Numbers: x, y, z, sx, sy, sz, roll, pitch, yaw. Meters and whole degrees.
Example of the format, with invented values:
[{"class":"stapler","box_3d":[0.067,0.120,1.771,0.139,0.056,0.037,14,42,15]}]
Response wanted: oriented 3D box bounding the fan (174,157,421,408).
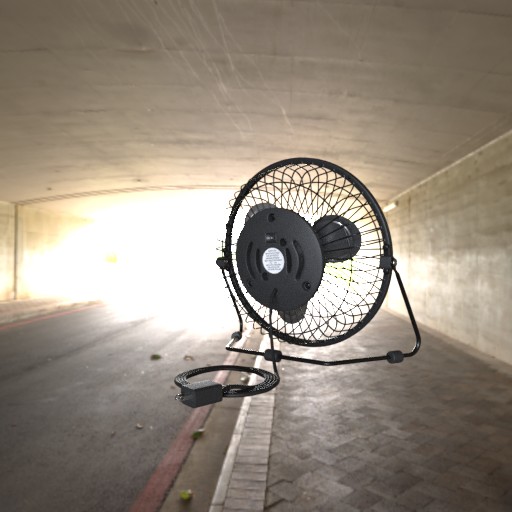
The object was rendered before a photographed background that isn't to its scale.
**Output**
[{"class":"fan","box_3d":[0.000,0.000,0.375,0.209,0.188,0.227,0,-1,36]}]
